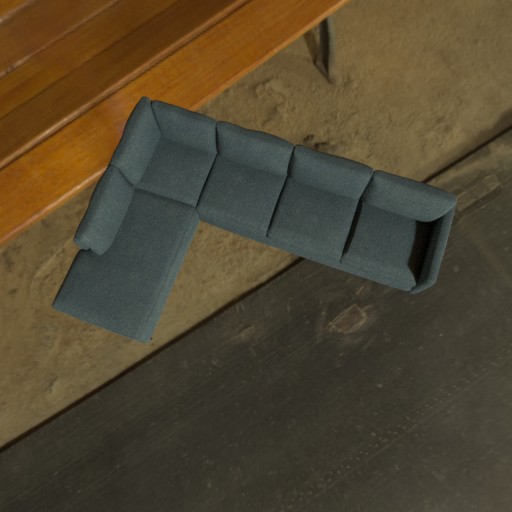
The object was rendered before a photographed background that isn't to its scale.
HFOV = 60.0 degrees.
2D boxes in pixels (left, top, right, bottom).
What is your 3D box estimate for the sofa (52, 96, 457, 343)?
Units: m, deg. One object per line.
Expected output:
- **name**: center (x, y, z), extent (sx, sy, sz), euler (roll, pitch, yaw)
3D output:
- **sofa**: center (0.000, 0.000, 3.798), extent (2.949, 0.815, 2.007), euler (19, 76, 5)
